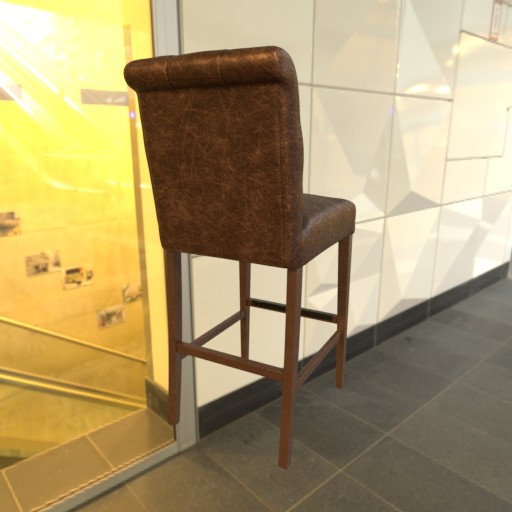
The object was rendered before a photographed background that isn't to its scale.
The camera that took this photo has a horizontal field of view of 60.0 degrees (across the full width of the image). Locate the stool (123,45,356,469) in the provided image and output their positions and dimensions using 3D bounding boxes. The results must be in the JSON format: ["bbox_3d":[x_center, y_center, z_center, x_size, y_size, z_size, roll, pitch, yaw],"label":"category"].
[{"bbox_3d":[0.000,0.000,1.477,0.483,1.168,0.659,8,17,28],"label":"stool"}]
